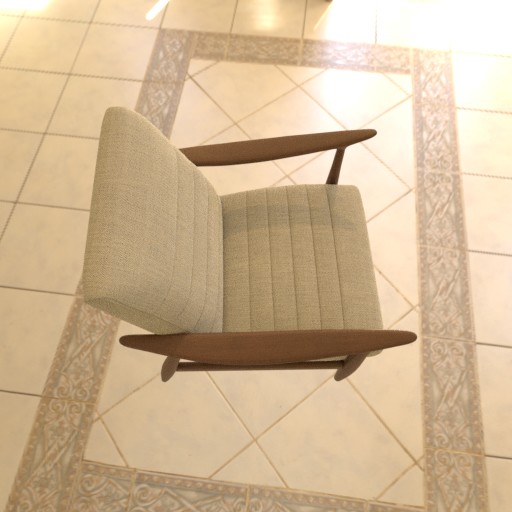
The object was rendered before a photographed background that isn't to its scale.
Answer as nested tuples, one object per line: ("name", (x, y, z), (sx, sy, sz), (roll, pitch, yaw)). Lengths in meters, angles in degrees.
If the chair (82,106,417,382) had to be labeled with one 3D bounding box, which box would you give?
("chair", (0.000, 0.000, 1.432), (0.798, 0.832, 0.741), (-2, 65, -1))
